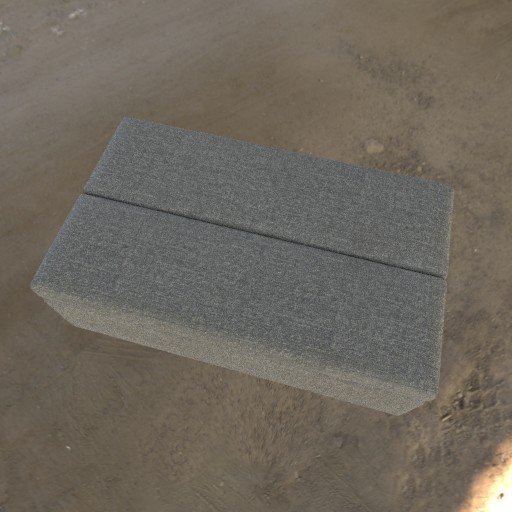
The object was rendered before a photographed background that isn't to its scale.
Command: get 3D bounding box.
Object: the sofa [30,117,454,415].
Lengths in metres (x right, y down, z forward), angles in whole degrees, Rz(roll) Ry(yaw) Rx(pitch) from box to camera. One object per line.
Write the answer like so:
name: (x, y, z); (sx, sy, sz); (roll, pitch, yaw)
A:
sofa: (0.000, 0.000, 1.577); (1.198, 0.417, 0.782); (14, 63, 7)
